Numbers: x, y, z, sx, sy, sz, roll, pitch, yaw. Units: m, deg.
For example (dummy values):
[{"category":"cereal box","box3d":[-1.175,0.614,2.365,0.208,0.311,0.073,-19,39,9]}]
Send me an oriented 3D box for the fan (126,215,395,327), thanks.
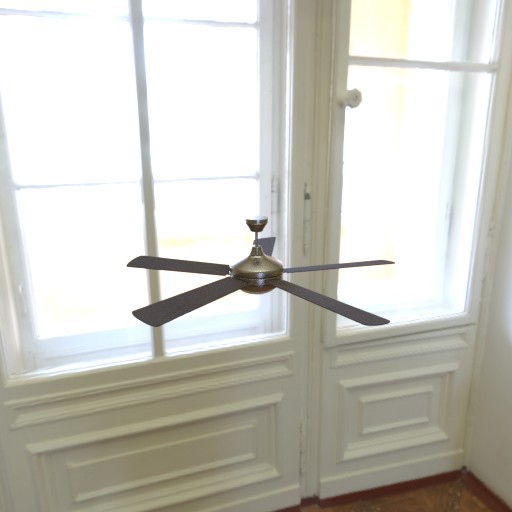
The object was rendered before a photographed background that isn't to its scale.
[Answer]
[{"category":"fan","box3d":[0.000,0.000,2.030,1.321,0.356,1.321,8,18,27]}]
